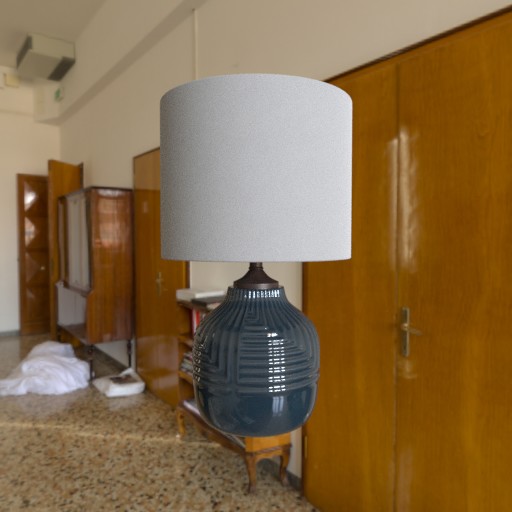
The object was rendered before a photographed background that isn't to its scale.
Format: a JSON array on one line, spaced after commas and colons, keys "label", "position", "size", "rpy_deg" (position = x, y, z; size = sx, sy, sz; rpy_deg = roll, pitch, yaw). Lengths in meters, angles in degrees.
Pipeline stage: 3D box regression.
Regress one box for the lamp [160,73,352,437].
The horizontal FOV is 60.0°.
[{"label": "lamp", "position": [0.000, 0.000, 0.758], "size": [0.318, 0.567, 0.318], "rpy_deg": [0, 2, 0]}]
